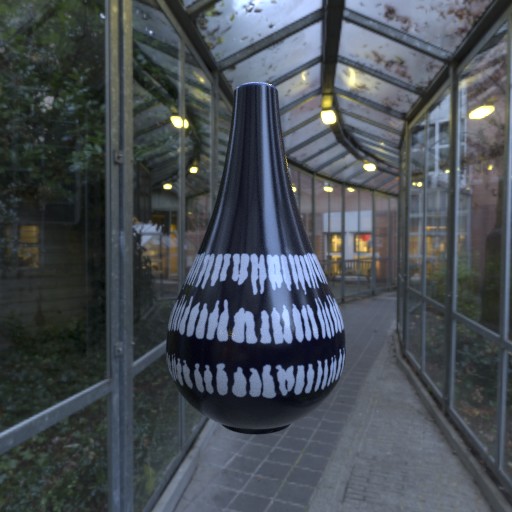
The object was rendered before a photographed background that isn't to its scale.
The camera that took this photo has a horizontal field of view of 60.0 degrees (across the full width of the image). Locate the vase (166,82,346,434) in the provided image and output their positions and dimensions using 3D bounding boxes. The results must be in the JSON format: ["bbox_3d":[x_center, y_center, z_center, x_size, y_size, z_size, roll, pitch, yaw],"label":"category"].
[{"bbox_3d":[0.000,0.000,0.396,0.159,0.295,0.159,0,2,0],"label":"vase"}]
